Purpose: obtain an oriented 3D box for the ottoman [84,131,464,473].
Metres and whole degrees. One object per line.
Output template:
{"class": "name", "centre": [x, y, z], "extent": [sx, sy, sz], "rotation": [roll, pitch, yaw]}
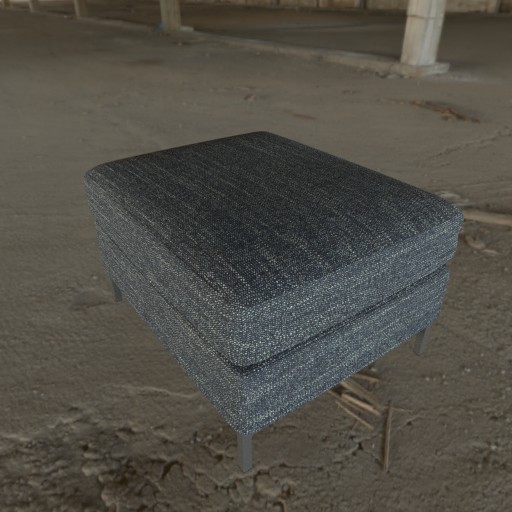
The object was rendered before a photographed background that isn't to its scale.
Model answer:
{"class": "ottoman", "centre": [0.000, 0.000, 1.235], "extent": [0.667, 0.491, 0.814], "rotation": [-21, 37, -30]}
